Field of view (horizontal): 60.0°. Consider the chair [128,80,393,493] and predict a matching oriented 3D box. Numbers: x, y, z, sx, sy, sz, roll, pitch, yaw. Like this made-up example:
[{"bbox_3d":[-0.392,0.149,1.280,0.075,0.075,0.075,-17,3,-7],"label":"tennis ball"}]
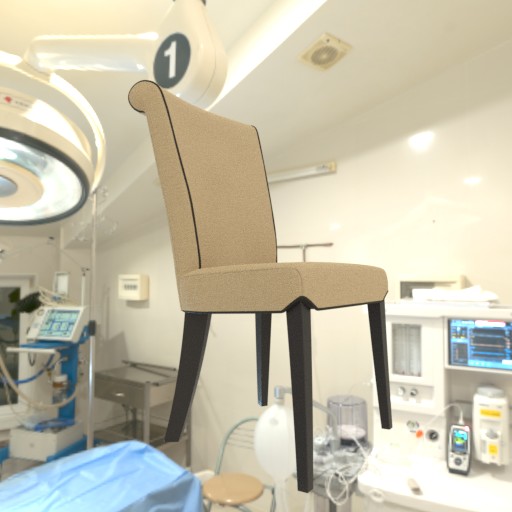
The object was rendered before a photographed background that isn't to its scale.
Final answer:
[{"bbox_3d":[0.000,0.000,1.295,0.623,0.997,0.522,-2,-3,37],"label":"chair"}]
